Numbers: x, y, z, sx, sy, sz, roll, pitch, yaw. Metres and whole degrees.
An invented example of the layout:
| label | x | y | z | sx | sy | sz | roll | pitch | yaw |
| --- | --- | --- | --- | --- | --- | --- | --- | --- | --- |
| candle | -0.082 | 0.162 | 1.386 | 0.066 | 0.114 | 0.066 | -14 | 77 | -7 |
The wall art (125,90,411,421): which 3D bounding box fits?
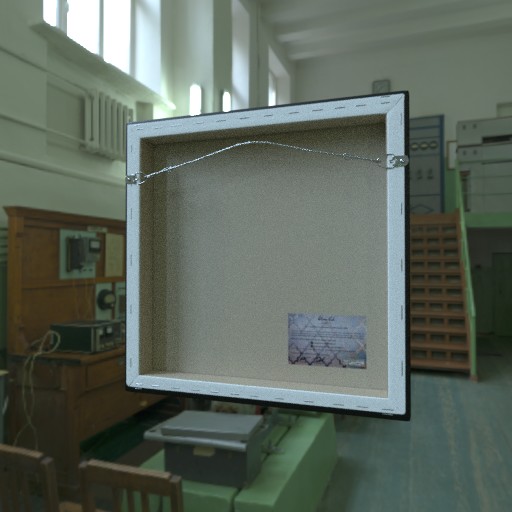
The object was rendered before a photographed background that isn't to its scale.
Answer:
| label | x | y | z | sx | sy | sz | roll | pitch | yaw |
| --- | --- | --- | --- | --- | --- | --- | --- | --- | --- |
| wall art | 0.000 | 0.000 | 0.619 | 0.406 | 0.407 | 0.041 | 0 | -1 | 18 |
